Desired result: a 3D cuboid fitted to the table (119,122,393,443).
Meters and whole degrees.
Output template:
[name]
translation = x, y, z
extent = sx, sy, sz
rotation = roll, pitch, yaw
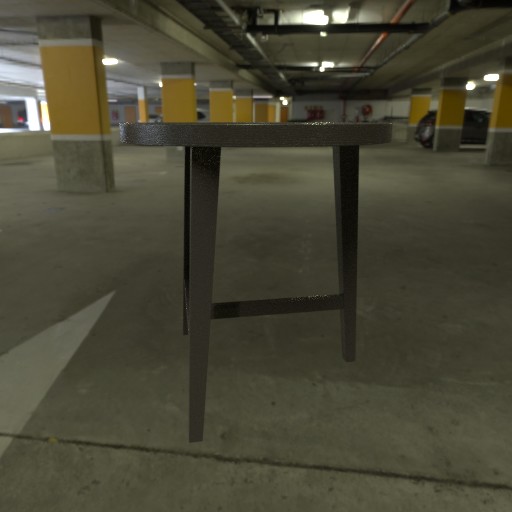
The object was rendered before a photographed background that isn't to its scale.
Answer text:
[table]
translation = 0.000, 0.000, 0.923
extent = 0.500, 0.531, 0.500
rotation = 0, 17, 0
